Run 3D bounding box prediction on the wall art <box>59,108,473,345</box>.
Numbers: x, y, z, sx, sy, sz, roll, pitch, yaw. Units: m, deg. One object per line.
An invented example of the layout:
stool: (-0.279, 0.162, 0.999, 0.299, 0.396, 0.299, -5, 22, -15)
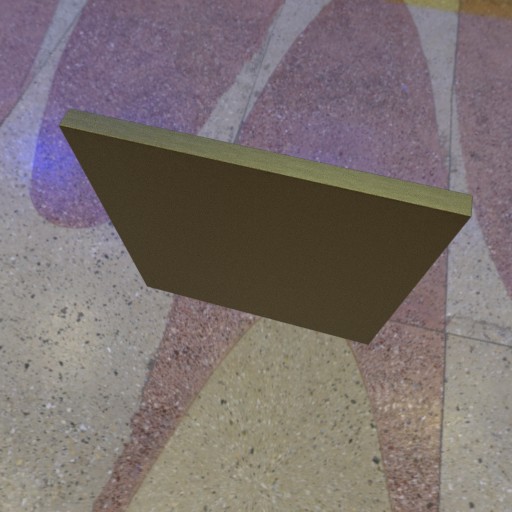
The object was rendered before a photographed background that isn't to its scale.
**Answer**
wall art: (0.000, 0.000, 0.752, 0.503, 0.506, 0.031, 14, 64, 7)
